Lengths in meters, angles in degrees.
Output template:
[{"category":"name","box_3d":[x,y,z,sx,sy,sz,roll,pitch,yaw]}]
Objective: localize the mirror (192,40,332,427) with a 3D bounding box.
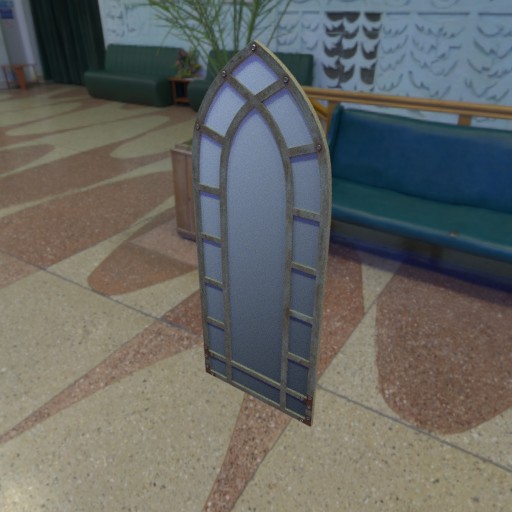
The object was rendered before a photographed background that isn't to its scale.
[{"category":"mirror","box_3d":[0.000,0.000,1.340,0.464,1.175,0.025,18,34,30]}]
